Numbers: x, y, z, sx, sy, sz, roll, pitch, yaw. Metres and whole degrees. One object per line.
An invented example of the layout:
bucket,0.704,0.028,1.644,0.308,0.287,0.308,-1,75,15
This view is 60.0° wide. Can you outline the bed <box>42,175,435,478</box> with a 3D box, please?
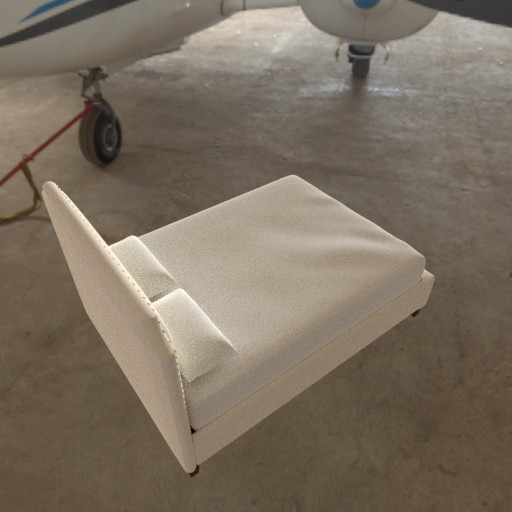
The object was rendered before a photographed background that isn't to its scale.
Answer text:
bed,0.000,0.000,3.349,2.365,1.443,1.712,-26,47,-27
